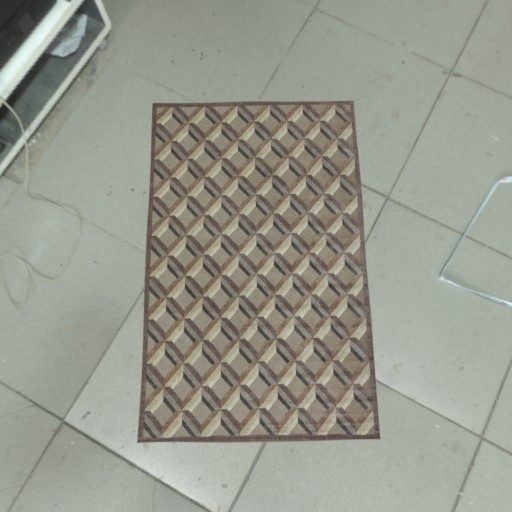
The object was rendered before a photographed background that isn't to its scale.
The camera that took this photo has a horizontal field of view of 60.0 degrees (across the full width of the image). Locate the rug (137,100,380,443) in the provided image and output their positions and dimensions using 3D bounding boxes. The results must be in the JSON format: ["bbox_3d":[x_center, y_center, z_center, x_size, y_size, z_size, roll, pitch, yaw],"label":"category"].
[{"bbox_3d":[0.000,0.000,2.134,1.066,0.011,1.677,-1,76,0],"label":"rug"}]
